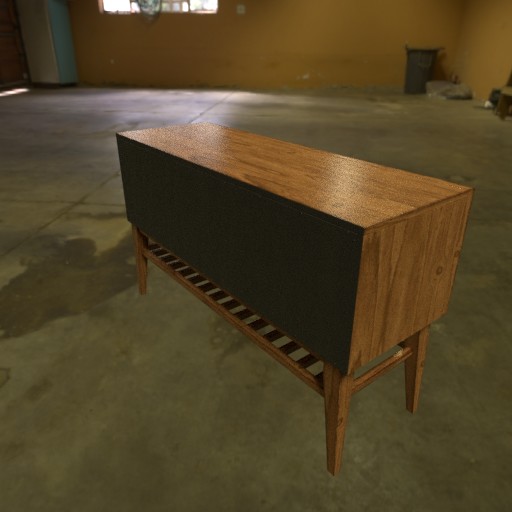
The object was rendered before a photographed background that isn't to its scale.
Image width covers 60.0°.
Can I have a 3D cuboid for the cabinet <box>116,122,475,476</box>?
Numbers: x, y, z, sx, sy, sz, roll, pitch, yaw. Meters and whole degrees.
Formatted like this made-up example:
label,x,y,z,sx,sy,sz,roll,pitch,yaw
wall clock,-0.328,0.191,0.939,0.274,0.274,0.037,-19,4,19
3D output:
label,x,y,z,sx,sy,sz,roll,pitch,yaw
cabinet,0.000,0.000,1.743,0.477,0.802,1.363,-19,32,-34
